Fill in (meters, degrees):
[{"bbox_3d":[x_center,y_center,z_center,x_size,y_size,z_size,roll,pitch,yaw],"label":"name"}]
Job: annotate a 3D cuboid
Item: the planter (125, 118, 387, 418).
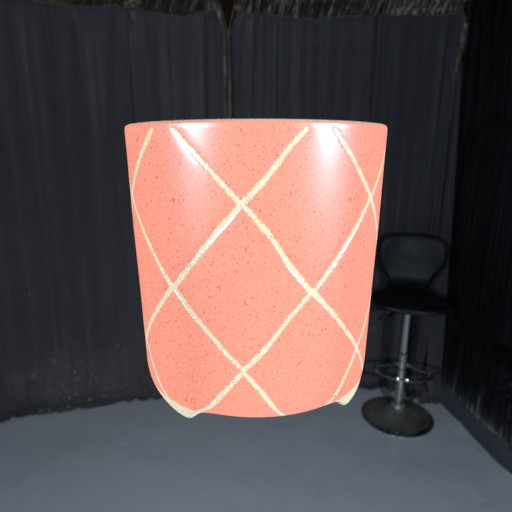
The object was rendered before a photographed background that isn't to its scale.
[{"bbox_3d":[0.000,0.000,0.357,0.191,0.200,0.191,0,13,0],"label":"planter"}]
